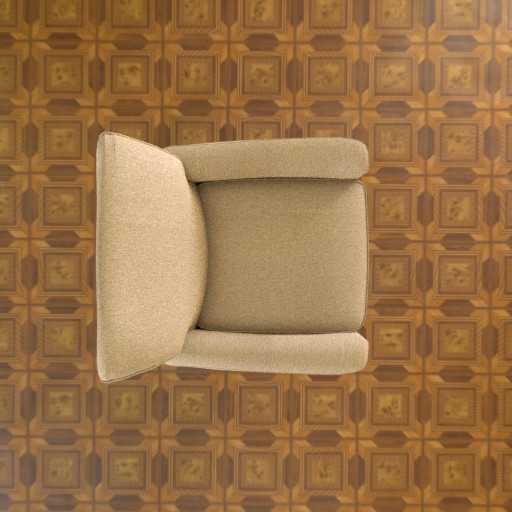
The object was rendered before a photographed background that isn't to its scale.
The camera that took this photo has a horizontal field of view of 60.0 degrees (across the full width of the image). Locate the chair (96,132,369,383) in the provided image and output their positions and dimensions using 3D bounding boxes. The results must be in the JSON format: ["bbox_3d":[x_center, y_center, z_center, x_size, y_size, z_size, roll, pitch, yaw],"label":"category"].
[{"bbox_3d":[0.000,0.000,1.646,0.864,1.014,0.848,0,91,0],"label":"chair"}]
